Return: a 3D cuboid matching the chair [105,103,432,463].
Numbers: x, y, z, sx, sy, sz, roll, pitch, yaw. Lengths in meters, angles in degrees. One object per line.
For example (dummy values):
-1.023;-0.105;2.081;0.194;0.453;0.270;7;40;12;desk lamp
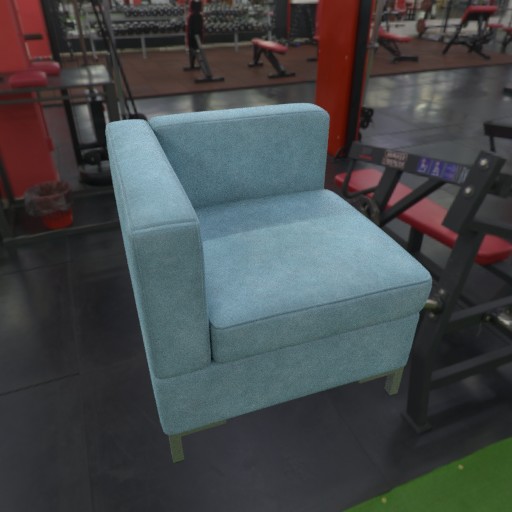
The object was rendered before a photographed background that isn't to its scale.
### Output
0.000;0.000;1.239;0.684;0.660;0.691;-11;34;-16;chair
